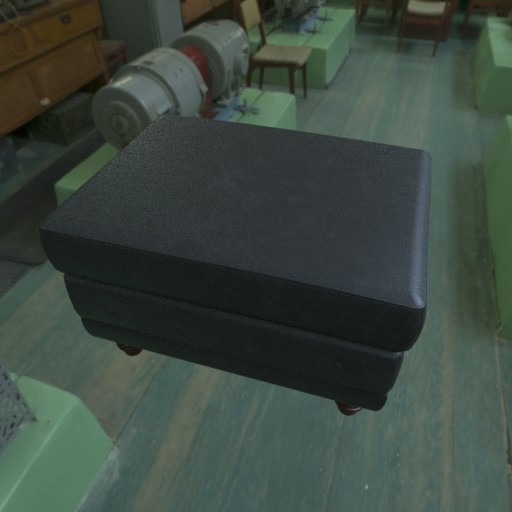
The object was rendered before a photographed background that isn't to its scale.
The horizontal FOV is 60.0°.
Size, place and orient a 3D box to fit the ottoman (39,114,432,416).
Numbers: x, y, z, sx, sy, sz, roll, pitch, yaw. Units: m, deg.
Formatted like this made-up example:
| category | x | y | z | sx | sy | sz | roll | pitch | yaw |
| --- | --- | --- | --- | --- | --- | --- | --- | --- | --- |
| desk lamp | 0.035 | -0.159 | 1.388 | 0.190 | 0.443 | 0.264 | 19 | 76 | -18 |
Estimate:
| category | x | y | z | sx | sy | sz | roll | pitch | yaw |
| --- | --- | --- | --- | --- | --- | --- | --- | --- | --- |
| ottoman | 0.000 | 0.000 | 1.177 | 0.795 | 0.498 | 0.590 | 12 | 43 | 13 |
